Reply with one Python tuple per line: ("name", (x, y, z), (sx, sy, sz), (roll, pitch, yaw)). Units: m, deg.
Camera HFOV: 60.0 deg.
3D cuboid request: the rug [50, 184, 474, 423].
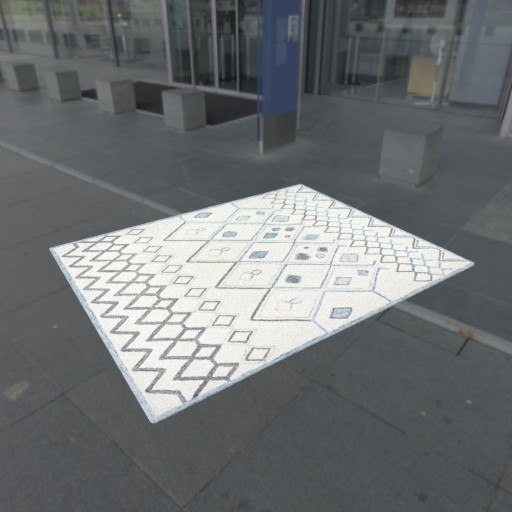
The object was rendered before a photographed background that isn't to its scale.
("rug", (0.000, 0.000, 4.055), (3.056, 0.013, 2.441), (-19, 34, -29))
